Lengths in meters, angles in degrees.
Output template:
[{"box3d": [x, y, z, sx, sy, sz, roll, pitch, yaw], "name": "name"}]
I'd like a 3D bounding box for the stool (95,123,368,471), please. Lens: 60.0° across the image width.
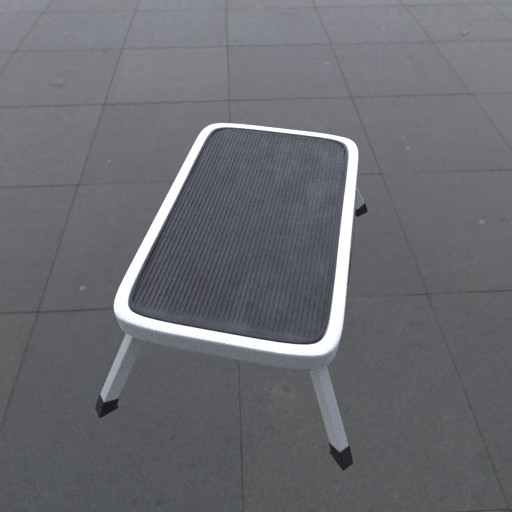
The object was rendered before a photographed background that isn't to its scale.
[{"box3d": [0.000, 0.000, 0.615, 0.320, 0.170, 0.460, 9, 49, 8], "name": "stool"}]
